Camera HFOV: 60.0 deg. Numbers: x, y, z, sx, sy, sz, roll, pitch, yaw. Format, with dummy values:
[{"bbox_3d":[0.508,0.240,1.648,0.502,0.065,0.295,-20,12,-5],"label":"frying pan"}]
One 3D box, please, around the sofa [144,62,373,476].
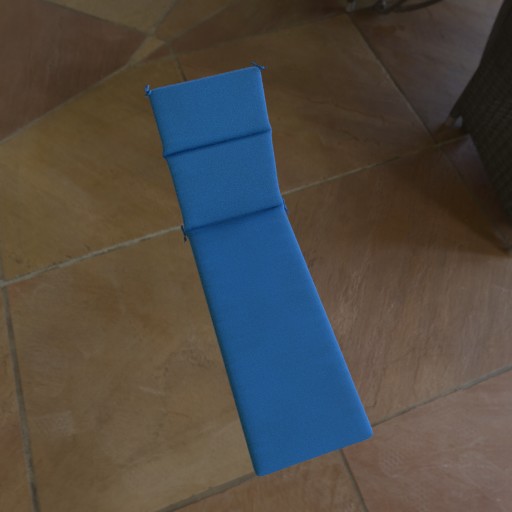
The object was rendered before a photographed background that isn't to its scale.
[{"bbox_3d":[0.000,0.000,1.929,0.582,0.622,1.663,-16,66,-7],"label":"sofa"}]
